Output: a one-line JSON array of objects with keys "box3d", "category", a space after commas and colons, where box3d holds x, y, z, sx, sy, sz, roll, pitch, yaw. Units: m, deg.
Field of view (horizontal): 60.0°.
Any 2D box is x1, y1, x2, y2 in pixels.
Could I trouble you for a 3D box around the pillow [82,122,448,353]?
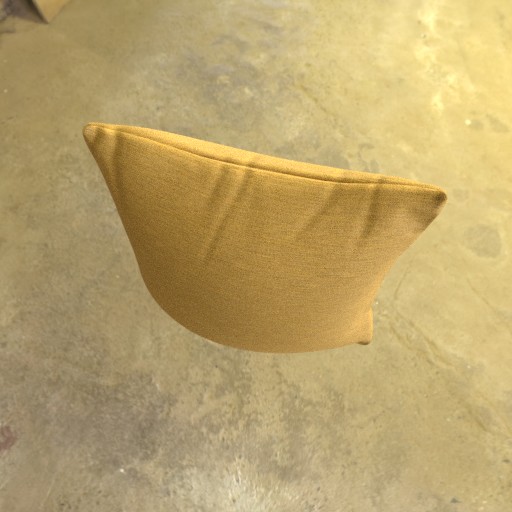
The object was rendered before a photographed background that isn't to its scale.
[{"box3d": [0.000, 0.000, 0.675, 0.435, 0.417, 0.247, 13, 58, 8], "category": "pillow"}]
